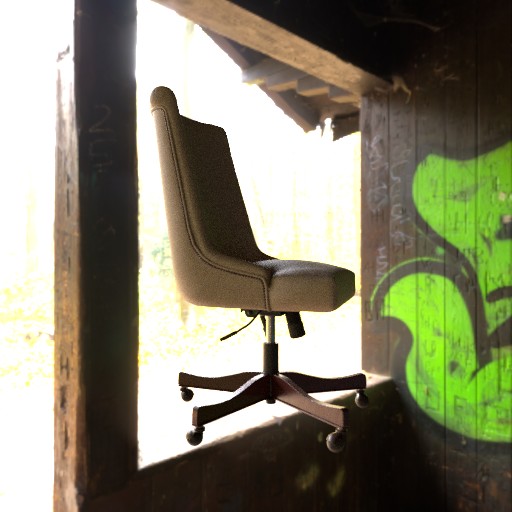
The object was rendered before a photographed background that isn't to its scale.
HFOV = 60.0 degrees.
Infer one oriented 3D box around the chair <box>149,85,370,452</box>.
[{"bbox_3d":[0.000,0.000,1.437,0.696,1.010,0.645,0,0,18],"label":"chair"}]
